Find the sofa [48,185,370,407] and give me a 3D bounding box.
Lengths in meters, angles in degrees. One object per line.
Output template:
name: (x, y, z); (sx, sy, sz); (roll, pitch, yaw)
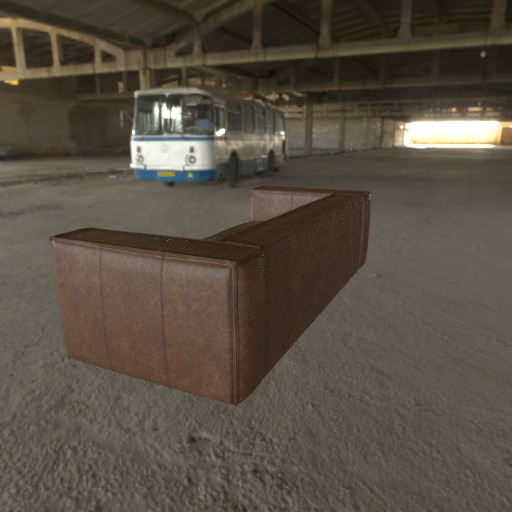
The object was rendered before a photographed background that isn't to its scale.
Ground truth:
sofa: (0.000, 0.000, 3.122); (1.102, 0.701, 2.581); (7, 17, 25)
